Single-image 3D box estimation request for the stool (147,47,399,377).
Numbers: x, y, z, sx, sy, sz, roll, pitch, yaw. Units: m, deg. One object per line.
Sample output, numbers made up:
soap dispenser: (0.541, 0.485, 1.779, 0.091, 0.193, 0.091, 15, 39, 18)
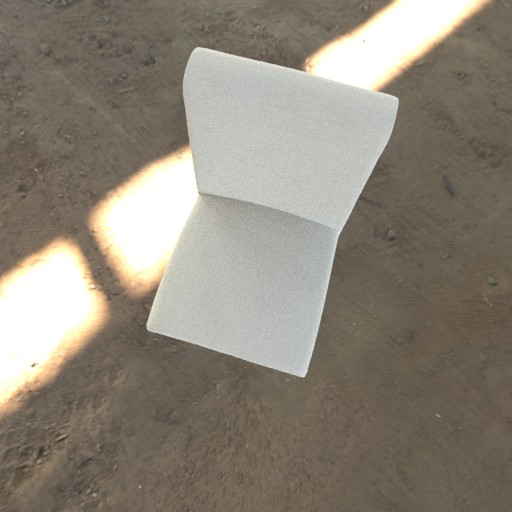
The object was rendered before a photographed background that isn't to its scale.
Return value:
stool: (0.000, 0.000, 1.315, 0.452, 0.976, 0.597, 16, 76, 4)
